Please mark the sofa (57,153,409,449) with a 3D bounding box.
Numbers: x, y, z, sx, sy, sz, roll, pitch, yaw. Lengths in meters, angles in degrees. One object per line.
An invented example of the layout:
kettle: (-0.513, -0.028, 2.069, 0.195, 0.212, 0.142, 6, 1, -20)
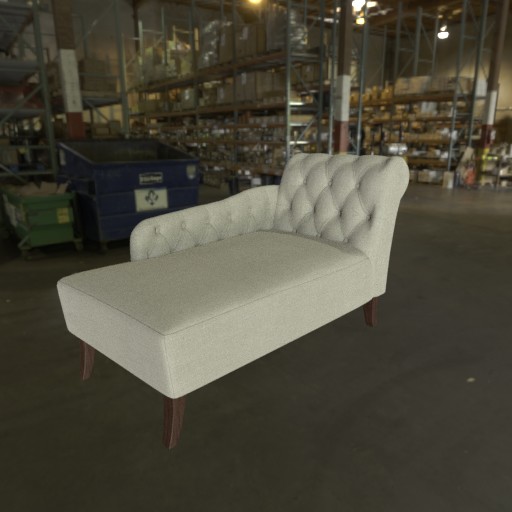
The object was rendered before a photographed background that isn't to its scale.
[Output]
sofa: (0.000, 0.000, 1.828, 0.675, 0.787, 1.379, 14, 21, 42)
